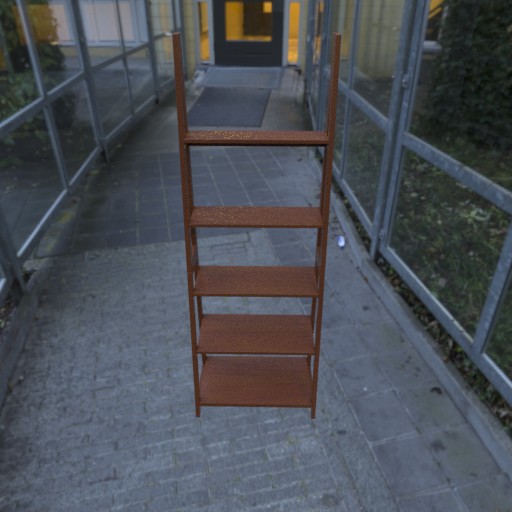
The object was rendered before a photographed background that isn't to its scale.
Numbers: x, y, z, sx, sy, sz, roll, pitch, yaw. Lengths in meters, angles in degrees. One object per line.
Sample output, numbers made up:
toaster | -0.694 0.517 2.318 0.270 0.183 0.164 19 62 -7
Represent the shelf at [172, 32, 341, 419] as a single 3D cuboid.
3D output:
shelf | 0.000 0.000 2.005 0.630 1.780 0.356 1 32 1
